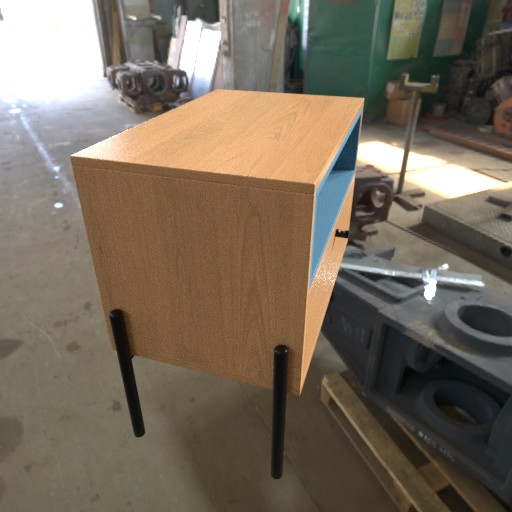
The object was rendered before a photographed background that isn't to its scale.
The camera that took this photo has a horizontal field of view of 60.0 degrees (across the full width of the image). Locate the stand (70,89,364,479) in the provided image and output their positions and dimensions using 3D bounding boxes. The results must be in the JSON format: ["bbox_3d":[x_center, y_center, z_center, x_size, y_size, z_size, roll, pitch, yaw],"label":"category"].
[{"bbox_3d":[0.000,0.000,1.002,0.400,0.600,0.630,9,32,15],"label":"stand"}]
